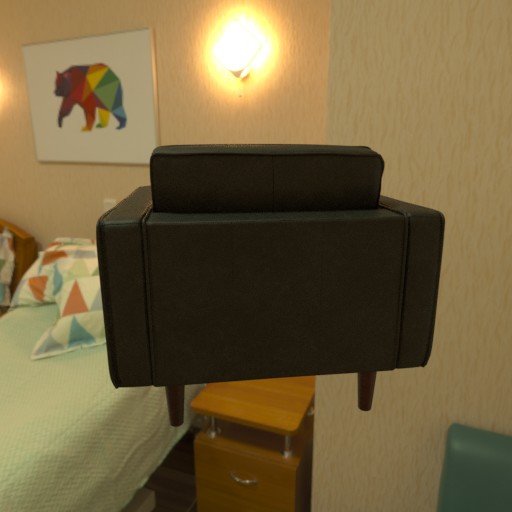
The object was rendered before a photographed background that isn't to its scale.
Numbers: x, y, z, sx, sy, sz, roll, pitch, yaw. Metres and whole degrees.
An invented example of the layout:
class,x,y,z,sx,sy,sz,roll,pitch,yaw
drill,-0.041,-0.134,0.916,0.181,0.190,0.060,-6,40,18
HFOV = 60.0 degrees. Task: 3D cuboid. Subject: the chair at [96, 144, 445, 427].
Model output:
class,x,y,z,sx,sy,sz,roll,pitch,yaw
chair,0.000,0.000,1.551,0.889,0.763,0.914,-2,15,-7
